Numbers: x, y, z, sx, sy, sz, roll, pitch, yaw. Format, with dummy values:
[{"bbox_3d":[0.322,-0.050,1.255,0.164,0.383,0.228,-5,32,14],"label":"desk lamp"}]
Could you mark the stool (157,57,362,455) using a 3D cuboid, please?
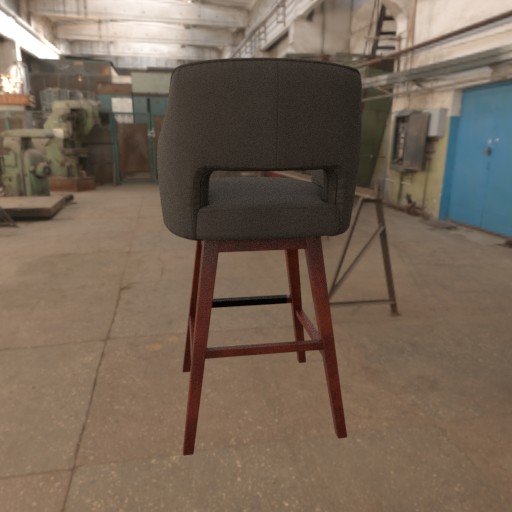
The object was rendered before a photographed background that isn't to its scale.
[{"bbox_3d":[0.000,0.000,1.322,0.548,1.012,0.558,-2,15,-9],"label":"stool"}]
